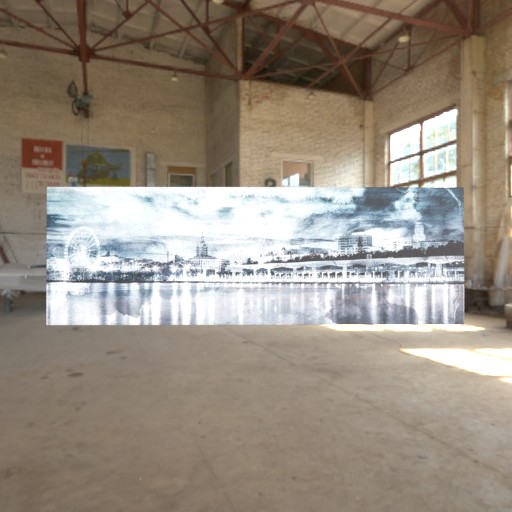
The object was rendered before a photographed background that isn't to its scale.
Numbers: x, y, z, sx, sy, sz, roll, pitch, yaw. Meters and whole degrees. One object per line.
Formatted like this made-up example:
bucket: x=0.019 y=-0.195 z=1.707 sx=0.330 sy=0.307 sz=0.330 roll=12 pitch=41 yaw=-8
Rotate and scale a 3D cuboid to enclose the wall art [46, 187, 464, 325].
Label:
wall art: x=0.000 y=0.000 z=0.824 sx=0.759 sy=0.251 sz=0.037 roll=0 pitch=0 yaw=0
